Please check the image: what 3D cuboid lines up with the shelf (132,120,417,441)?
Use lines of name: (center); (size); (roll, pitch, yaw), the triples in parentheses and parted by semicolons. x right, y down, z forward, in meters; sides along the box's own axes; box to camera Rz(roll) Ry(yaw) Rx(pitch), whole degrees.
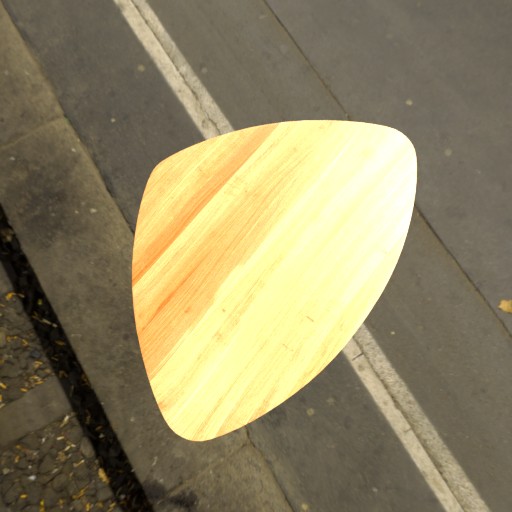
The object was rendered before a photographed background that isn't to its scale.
shelf: (0.000, 0.000, 1.672); (0.863, 0.439, 1.240); (36, 78, 9)
